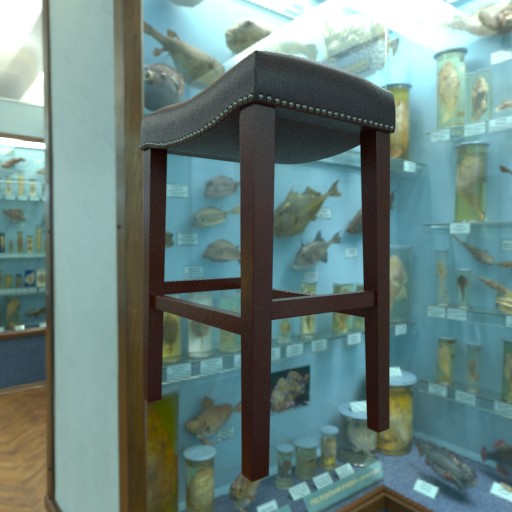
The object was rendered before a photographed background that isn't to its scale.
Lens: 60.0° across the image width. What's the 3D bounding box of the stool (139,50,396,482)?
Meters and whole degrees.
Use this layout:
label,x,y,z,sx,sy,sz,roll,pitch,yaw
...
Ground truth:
label,x,y,z,sx,sy,sz,roll,pitch,yaw
stool,0.000,0.000,1.028,0.372,0.742,0.504,-1,2,-36
